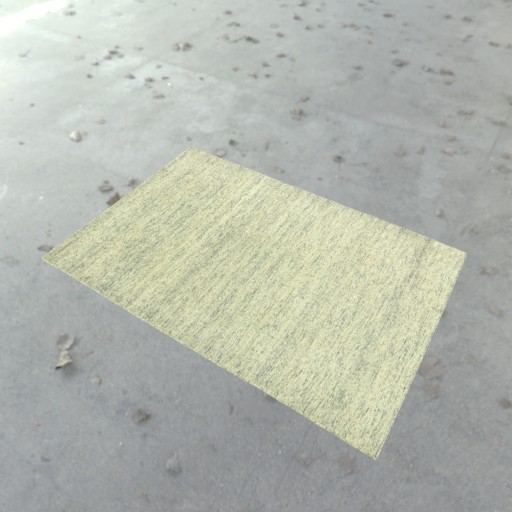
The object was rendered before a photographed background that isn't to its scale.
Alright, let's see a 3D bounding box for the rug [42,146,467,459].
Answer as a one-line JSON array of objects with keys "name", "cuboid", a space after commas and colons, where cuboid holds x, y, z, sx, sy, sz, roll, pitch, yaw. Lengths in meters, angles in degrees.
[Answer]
[{"name": "rug", "cuboid": [0.000, 0.000, 2.304, 1.846, 0.014, 1.243, 25, 52, 22]}]
